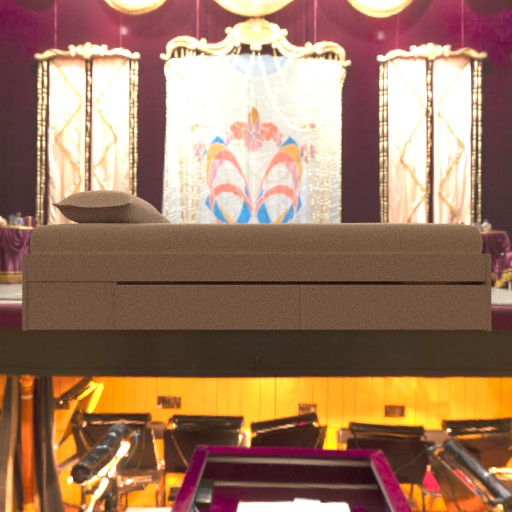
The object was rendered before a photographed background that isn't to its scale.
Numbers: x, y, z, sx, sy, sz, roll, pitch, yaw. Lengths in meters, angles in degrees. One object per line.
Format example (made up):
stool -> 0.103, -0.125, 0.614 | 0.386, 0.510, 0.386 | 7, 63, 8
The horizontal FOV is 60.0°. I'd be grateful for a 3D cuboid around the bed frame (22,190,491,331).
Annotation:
bed frame -> 0.000, 0.000, 2.557 | 1.950, 0.629, 1.450 | 0, 0, 0
